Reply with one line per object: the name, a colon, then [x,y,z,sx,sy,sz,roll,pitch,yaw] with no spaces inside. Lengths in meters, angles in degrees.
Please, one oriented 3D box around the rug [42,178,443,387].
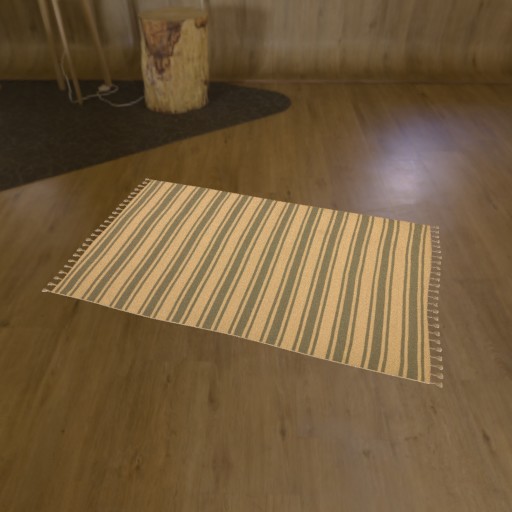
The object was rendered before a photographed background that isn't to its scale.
rug: [0.000,0.000,2.601,2.084,0.009,1.222,11,42,13]
